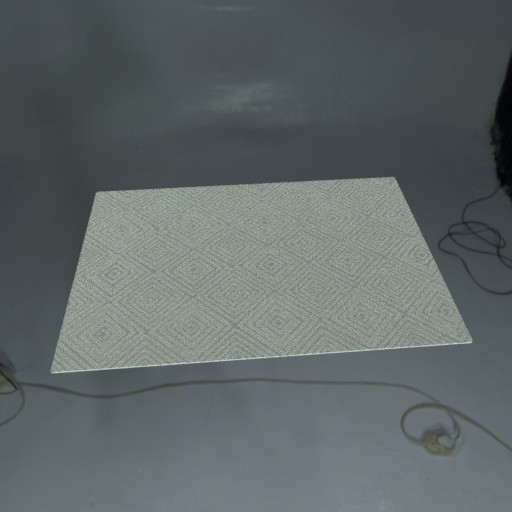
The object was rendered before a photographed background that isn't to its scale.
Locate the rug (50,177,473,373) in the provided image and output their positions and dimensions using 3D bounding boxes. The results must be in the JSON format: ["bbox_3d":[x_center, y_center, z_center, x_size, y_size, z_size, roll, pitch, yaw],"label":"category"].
[{"bbox_3d":[0.000,0.000,2.218,1.753,0.008,1.143,-3,47,-3],"label":"rug"}]
